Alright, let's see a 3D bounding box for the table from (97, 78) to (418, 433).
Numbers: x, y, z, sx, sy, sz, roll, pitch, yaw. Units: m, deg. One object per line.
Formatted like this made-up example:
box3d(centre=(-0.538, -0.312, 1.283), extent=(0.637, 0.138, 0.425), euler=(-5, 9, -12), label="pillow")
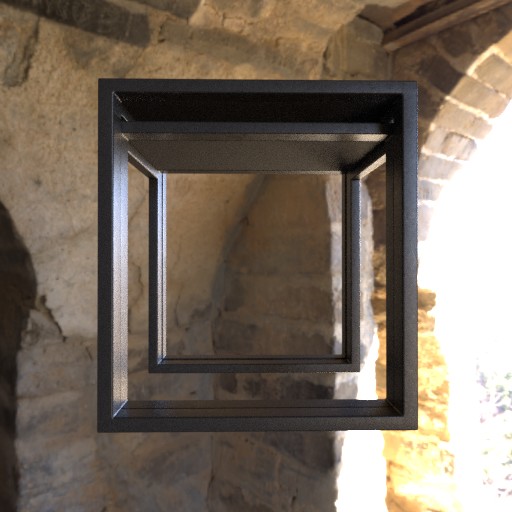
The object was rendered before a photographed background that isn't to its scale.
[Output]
box3d(centre=(0.000, 0.000, 0.913), extent=(0.500, 0.550, 0.449), euler=(0, 0, -1), label="table")
